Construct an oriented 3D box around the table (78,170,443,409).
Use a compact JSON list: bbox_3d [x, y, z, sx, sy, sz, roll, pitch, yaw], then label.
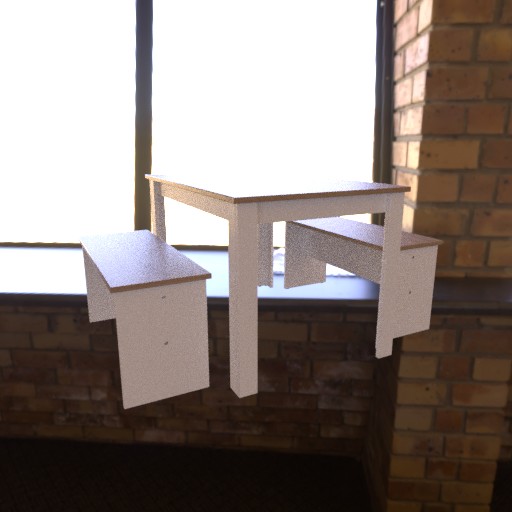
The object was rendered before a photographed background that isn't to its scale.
[{"bbox_3d":[0.000,0.000,2.057,1.443,0.700,1.100,-7,16,-26],"label":"table"}]
